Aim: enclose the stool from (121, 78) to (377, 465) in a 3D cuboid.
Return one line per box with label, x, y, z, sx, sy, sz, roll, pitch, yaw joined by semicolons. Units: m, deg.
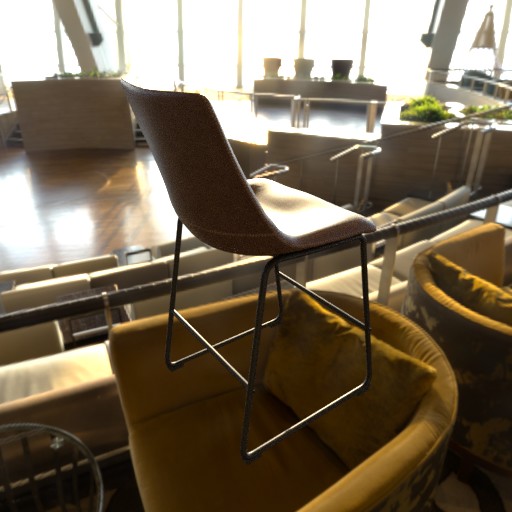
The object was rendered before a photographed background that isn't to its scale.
stool;0.000;0.000;1.190;0.550;0.890;0.460;-18;32;-32
